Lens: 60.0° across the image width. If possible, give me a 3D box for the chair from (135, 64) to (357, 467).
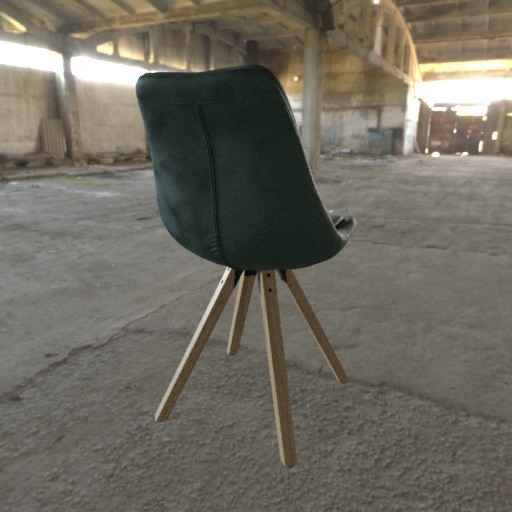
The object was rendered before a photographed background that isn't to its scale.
[{"bbox_3d":[0.000,0.000,1.178,0.483,0.865,0.547,8,17,26],"label":"chair"}]
